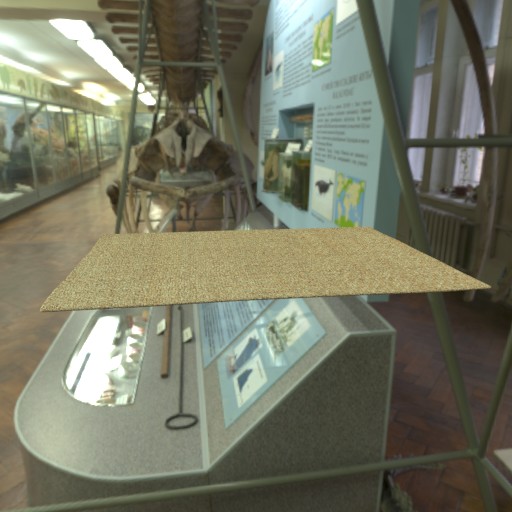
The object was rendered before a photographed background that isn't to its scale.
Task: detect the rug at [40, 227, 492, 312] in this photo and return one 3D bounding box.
[{"bbox_3d":[0.000,0.000,2.779,2.141,0.013,1.566,-2,15,-8],"label":"rug"}]
